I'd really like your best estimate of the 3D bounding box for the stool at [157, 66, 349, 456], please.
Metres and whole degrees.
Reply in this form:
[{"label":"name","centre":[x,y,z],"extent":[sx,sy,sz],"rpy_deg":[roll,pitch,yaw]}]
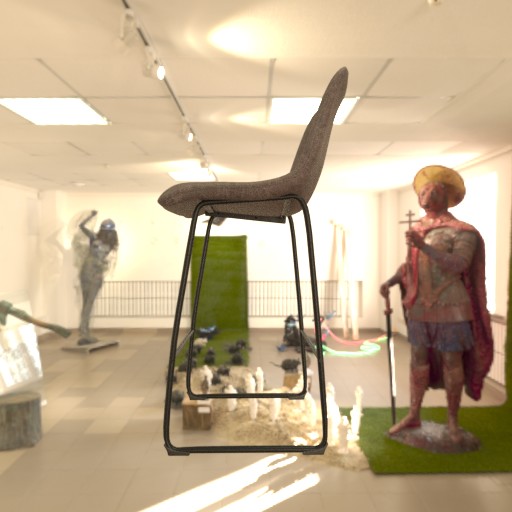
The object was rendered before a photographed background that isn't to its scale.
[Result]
[{"label":"stool","centre":[0.000,0.000,1.432],"extent":[0.561,1.082,0.514],"rpy_deg":[0,1,-1]}]
